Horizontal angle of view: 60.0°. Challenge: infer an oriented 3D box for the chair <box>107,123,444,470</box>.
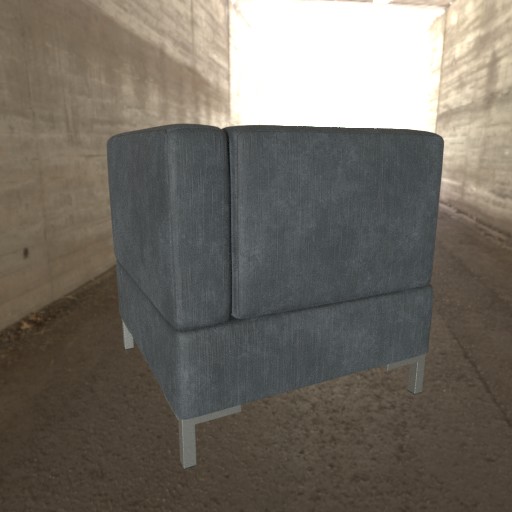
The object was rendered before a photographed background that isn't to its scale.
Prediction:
[{"bbox_3d":[0.000,0.000,1.213,0.680,0.660,0.680,-7,15,-26],"label":"chair"}]
